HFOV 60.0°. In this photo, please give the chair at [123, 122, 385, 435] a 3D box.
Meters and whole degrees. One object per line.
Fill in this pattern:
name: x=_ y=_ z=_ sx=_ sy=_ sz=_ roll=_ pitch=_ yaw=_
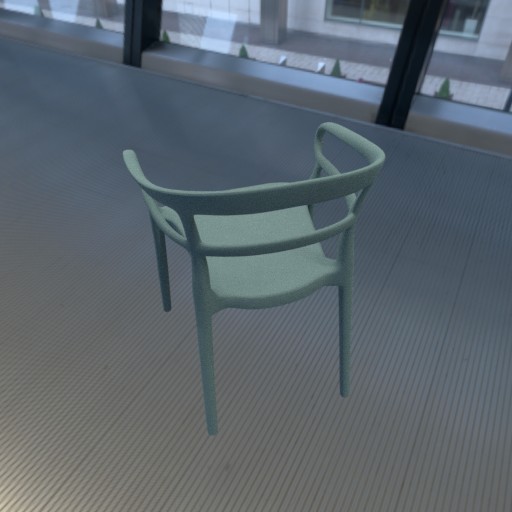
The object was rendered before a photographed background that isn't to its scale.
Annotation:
chair: x=0.000 y=0.000 z=1.159 sx=0.559 sy=0.761 sz=0.527 roll=-11 pitch=43 yaw=-13
